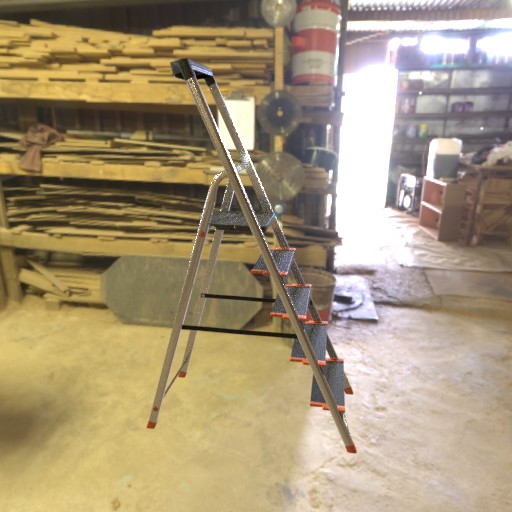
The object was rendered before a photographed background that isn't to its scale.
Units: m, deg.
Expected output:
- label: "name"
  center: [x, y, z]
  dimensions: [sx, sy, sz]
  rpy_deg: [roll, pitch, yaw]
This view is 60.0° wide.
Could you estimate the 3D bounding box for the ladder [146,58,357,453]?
- label: "ladder"
  center: [0.000, 0.000, 2.040]
  dimensions: [0.995, 1.646, 0.480]
  rpy_deg: [3, 17, 10]
